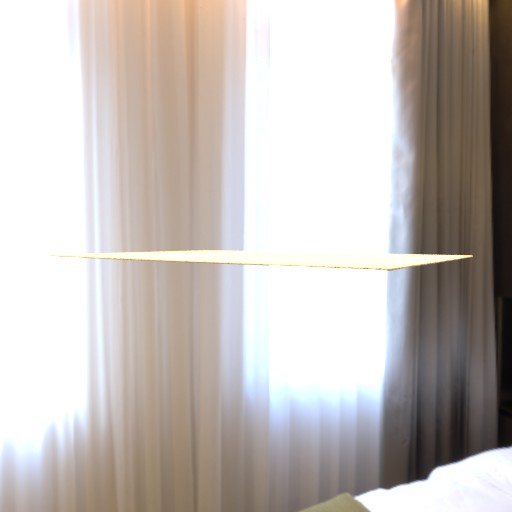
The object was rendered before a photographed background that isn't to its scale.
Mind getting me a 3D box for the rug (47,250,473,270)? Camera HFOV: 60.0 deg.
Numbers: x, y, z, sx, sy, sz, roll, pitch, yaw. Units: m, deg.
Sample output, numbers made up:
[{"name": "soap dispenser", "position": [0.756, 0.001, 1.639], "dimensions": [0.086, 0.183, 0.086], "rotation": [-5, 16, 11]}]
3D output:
[{"name": "rug", "position": [0.000, 0.000, 2.271], "dimensions": [1.827, 0.007, 1.211], "rotation": [2, 3, 36]}]
